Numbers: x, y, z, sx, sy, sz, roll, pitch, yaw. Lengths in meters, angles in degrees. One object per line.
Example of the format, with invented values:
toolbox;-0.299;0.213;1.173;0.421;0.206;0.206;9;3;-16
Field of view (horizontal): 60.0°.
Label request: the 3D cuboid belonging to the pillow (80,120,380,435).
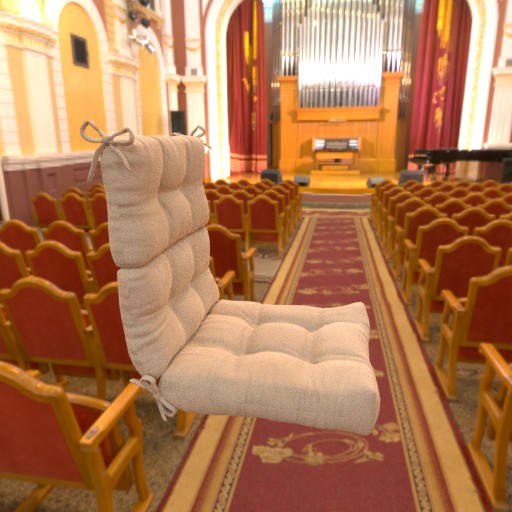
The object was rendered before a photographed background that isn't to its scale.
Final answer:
pillow;0.000;0.000;1.047;0.571;0.605;0.519;3;15;10
